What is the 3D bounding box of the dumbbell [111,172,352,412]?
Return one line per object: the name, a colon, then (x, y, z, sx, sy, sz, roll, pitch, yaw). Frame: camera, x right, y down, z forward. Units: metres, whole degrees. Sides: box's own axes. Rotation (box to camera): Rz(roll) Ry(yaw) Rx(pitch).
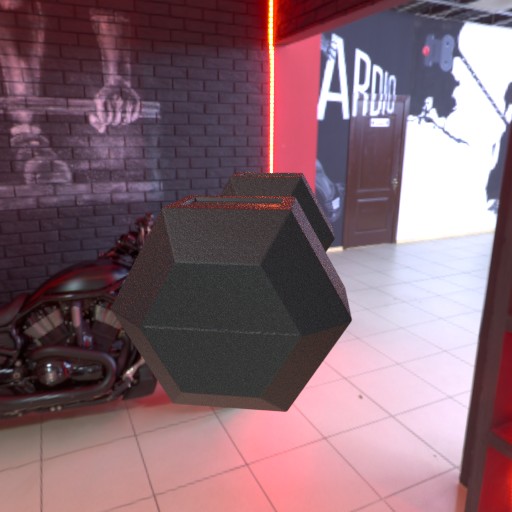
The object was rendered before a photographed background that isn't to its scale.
dumbbell: (0.000, 0.000, 0.330, 0.122, 0.106, 0.271, 2, 15, 7)
